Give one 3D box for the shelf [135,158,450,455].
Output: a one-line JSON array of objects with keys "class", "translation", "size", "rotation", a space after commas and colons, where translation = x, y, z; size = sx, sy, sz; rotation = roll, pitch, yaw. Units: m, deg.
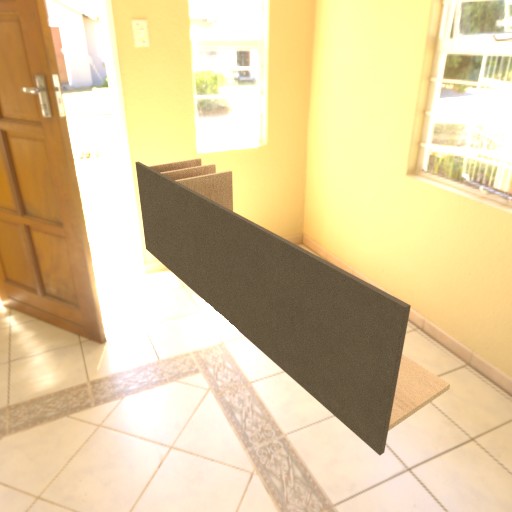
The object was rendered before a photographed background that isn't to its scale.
[{"class": "shelf", "translation": [0.000, 0.000, 1.120], "size": [0.200, 0.300, 1.020], "rotation": [-17, 31, -31]}]
